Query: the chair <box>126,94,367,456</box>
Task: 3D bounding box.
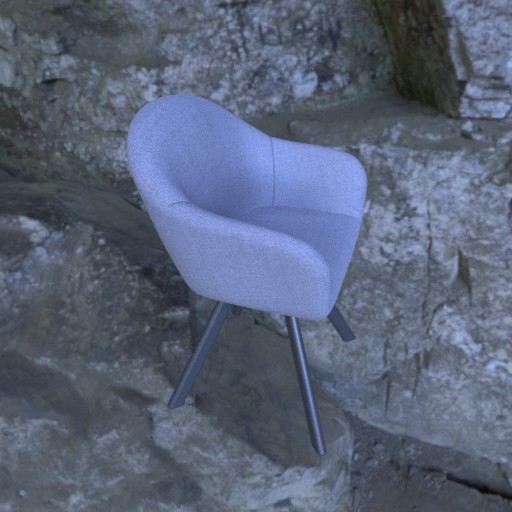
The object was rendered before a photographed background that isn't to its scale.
[{"bbox_3d":[0.000,0.000,1.199,0.550,0.795,0.590,10,32,17],"label":"chair"}]
